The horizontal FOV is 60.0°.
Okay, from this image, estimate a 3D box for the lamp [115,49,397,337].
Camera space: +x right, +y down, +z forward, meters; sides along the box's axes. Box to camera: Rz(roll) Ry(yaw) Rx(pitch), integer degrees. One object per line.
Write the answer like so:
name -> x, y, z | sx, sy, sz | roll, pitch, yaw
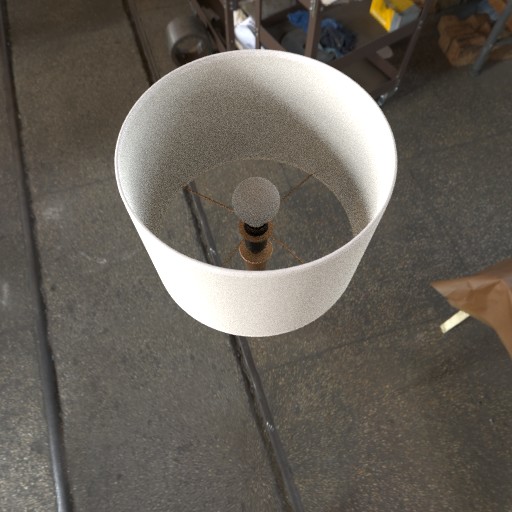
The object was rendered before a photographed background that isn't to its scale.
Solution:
lamp -> 0.000, 0.000, 0.638 | 0.268, 0.479, 0.268 | 35, 69, 16
